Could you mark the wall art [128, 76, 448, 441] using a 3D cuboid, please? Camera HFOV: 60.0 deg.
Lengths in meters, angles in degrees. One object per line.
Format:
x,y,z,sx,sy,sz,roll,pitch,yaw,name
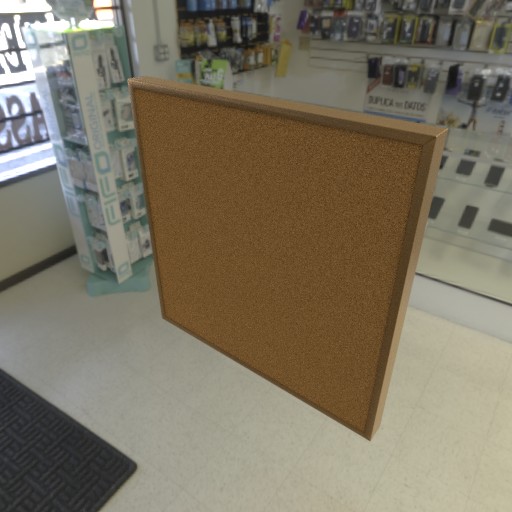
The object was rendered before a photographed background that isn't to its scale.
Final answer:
0.000,0.000,0.737,0.505,0.505,0.037,23,38,32,wall art
